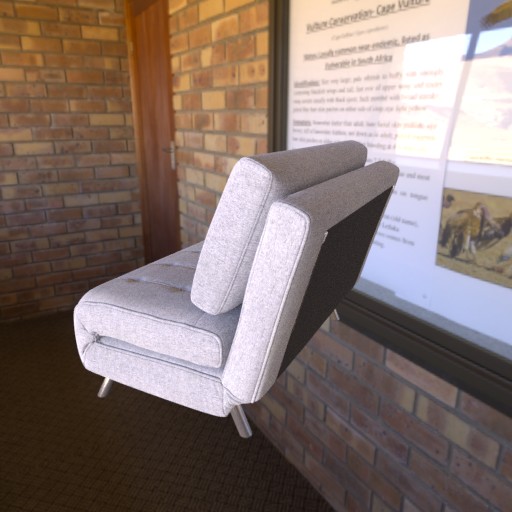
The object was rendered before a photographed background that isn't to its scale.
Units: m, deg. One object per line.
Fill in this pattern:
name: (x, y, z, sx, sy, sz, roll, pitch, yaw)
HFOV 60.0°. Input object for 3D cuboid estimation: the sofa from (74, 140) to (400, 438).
sofa: (0.000, 0.000, 1.859, 0.910, 0.910, 1.220, 9, 19, 26)
